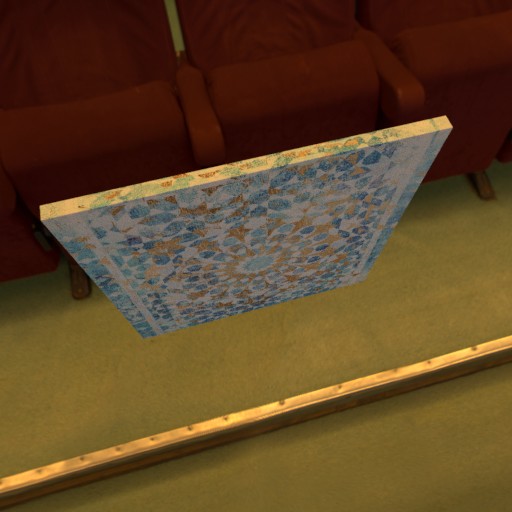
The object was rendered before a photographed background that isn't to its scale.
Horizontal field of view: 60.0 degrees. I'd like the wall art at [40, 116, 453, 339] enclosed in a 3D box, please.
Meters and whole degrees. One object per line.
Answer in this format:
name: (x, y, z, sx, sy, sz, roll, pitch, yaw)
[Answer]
wall art: (0.000, 0.000, 1.371, 0.916, 0.916, 0.040, -14, 65, -7)
